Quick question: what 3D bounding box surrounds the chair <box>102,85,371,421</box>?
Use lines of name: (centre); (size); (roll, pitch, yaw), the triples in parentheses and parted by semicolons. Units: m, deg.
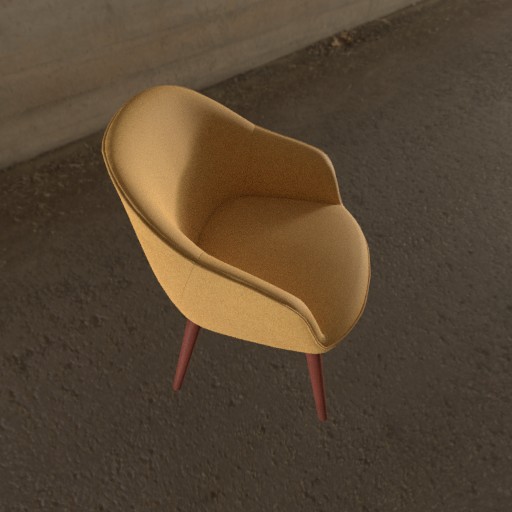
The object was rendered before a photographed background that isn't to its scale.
chair: (0.000, 0.000, 1.244); (0.635, 0.823, 0.596); (9, 46, 9)
